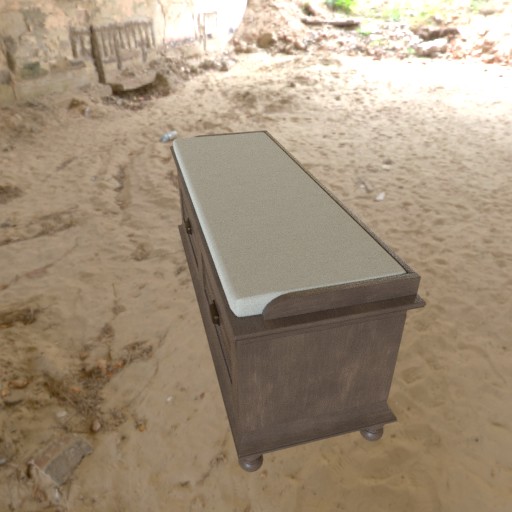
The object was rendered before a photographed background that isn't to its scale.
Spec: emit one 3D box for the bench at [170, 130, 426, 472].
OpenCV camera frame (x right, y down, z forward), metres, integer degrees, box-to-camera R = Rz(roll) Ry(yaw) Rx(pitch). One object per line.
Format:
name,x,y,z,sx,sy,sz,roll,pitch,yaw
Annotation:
bench,0.000,0.000,1.454,0.402,0.501,1.185,-8,32,-13
